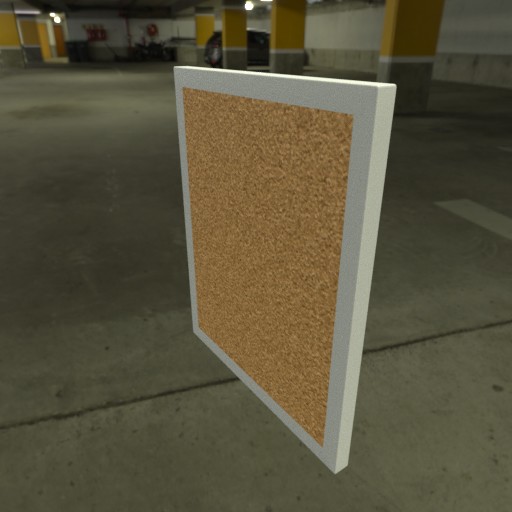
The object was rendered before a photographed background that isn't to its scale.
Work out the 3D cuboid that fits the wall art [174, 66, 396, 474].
[{"bbox_3d":[0.000,0.000,0.728,0.028,0.556,0.454,-17,31,-32],"label":"wall art"}]
